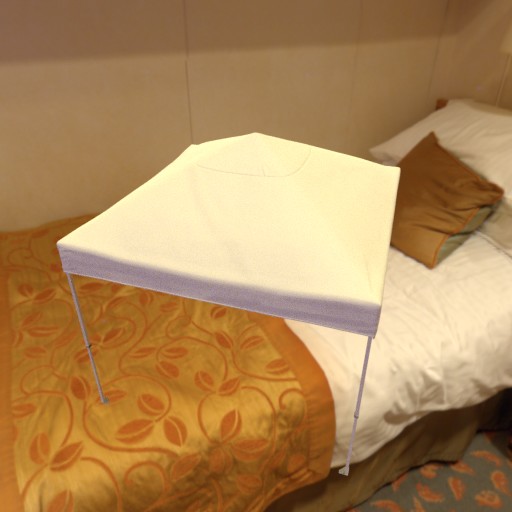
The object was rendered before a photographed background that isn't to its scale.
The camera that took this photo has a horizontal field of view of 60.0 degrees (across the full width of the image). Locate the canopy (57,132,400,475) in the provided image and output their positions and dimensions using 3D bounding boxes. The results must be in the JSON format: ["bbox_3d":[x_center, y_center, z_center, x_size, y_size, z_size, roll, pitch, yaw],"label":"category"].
[{"bbox_3d":[0.000,0.000,5.347,2.996,2.997,2.998,10,34,15],"label":"canopy"}]
